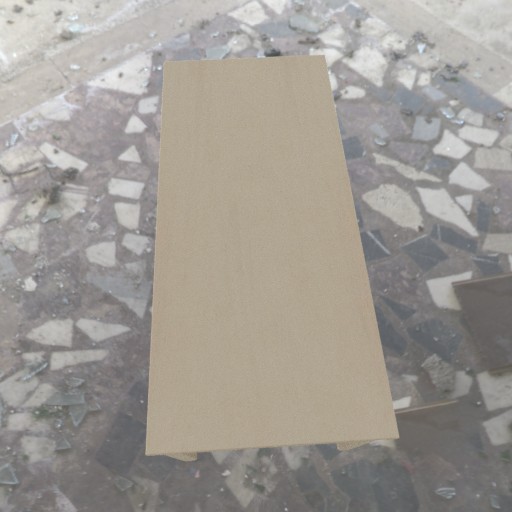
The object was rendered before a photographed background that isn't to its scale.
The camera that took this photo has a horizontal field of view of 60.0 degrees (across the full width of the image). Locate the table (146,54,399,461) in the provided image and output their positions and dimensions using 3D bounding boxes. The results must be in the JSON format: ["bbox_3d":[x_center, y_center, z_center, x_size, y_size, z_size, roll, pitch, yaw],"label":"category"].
[{"bbox_3d":[0.000,0.000,1.240,0.457,0.483,1.016,-3,63,-2],"label":"table"}]
